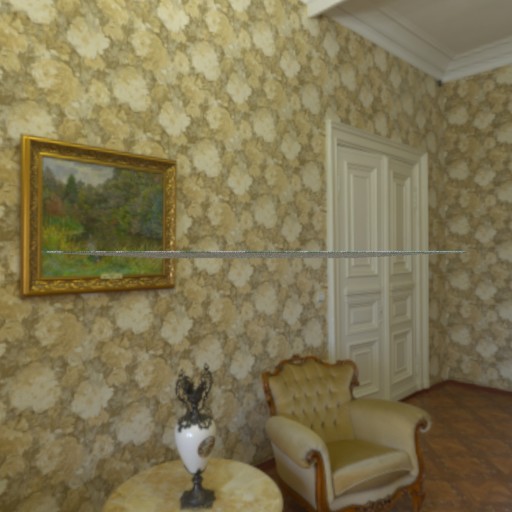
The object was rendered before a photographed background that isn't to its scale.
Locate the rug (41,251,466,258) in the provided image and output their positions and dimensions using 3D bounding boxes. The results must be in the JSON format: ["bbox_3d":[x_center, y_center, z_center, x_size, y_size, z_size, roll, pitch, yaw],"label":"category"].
[{"bbox_3d":[0.000,0.000,4.058,2.436,0.007,3.045,0,-1,1],"label":"rug"}]
